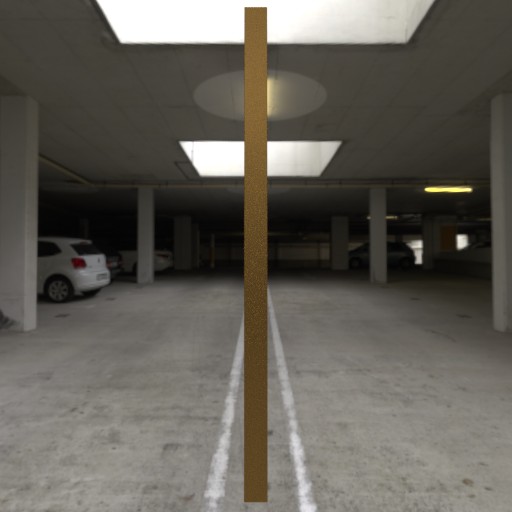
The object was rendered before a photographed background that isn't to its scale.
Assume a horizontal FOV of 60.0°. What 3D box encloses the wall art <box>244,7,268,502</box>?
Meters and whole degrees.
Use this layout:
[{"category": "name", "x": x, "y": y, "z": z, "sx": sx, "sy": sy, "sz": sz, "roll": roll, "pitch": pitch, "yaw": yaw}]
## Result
[{"category": "wall art", "x": 0.000, "y": 0.000, "z": 1.030, "sx": 0.038, "sy": 0.812, "sz": 0.610, "roll": 0, "pitch": -2, "yaw": 0}]
